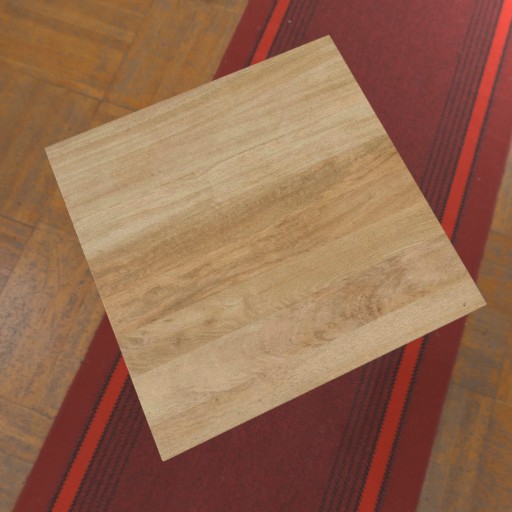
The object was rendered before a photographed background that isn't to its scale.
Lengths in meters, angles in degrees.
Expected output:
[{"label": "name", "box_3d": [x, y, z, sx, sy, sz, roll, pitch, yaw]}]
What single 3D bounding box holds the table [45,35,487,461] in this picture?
[{"label": "table", "box_3d": [0.000, 0.000, 1.037, 0.599, 0.500, 0.599, -24, 77, -6]}]
